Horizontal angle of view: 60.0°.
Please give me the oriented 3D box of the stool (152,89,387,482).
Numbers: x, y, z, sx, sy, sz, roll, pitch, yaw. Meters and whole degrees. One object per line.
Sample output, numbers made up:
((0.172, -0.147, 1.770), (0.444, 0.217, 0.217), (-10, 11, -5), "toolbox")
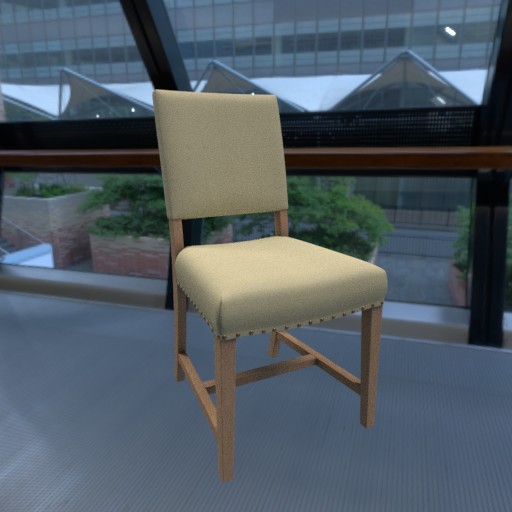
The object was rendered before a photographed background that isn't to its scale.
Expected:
((0.000, 0.000, 1.361), (0.508, 0.986, 0.623), (-8, 17, -26), "stool")
